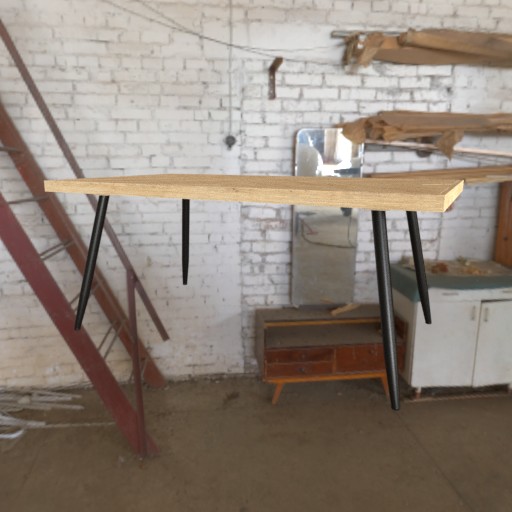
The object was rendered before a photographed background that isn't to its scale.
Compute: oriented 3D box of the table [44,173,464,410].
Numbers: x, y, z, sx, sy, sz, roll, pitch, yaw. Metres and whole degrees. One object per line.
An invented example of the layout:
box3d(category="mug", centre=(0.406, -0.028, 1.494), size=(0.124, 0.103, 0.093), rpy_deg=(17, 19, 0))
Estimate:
box3d(category="table", centre=(0.000, 0.000, 2.256), size=(1.803, 0.762, 0.991), rpy_deg=(7, 14, 27))
